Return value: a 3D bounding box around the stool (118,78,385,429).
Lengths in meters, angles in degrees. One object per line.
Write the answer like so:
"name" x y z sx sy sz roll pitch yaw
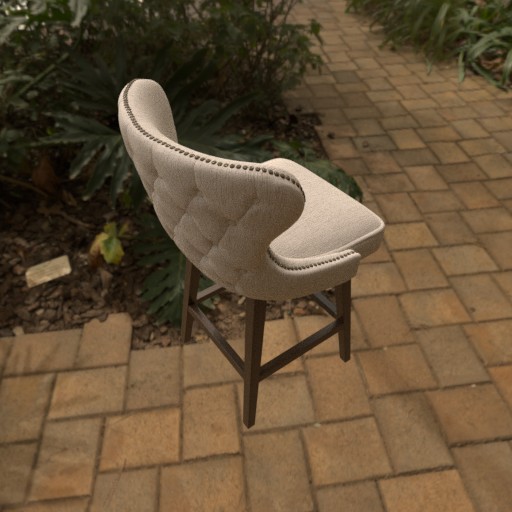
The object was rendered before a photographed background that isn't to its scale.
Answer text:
"stool" 0.000 0.000 1.323 0.597 0.972 0.615 -26 48 -26
